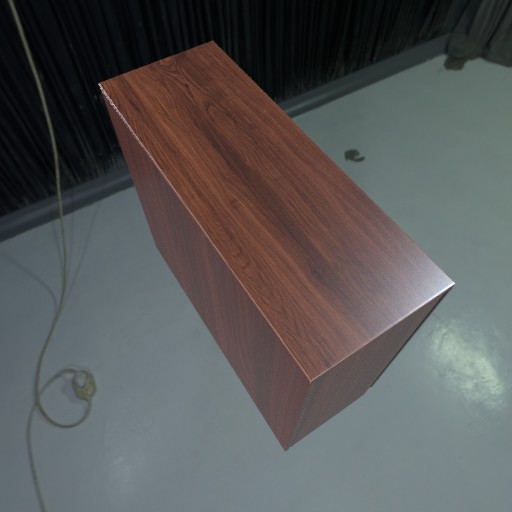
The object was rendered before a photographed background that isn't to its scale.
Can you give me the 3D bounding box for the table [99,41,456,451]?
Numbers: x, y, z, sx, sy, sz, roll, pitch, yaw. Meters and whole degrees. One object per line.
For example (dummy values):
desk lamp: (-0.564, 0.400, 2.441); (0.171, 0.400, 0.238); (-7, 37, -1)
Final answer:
table: (0.000, 0.000, 1.343); (0.380, 0.790, 0.930); (-29, 63, -17)
